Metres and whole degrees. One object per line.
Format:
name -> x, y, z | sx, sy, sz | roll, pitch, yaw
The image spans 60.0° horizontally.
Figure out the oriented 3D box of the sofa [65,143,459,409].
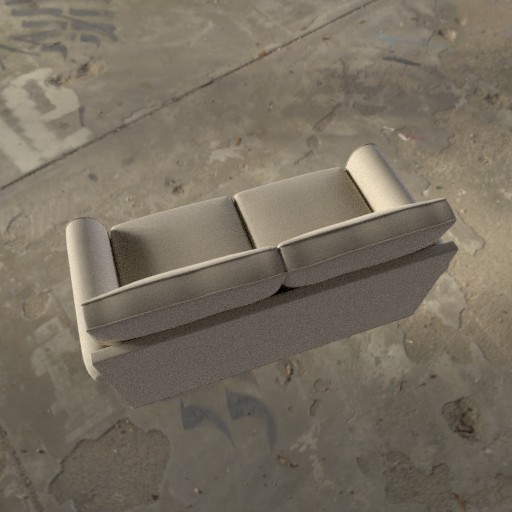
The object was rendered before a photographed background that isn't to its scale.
sofa -> 0.000, 0.000, 2.272 | 1.774, 0.933, 0.861 | -16, 59, -10
